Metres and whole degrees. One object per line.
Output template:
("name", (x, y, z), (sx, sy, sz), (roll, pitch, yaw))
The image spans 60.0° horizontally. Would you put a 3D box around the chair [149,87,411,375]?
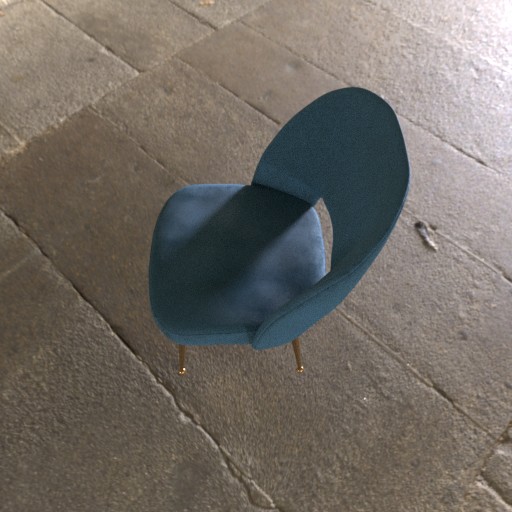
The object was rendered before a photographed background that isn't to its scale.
("chair", (0.000, 0.000, 1.217), (0.577, 0.860, 0.527), (-1, 59, 0))
